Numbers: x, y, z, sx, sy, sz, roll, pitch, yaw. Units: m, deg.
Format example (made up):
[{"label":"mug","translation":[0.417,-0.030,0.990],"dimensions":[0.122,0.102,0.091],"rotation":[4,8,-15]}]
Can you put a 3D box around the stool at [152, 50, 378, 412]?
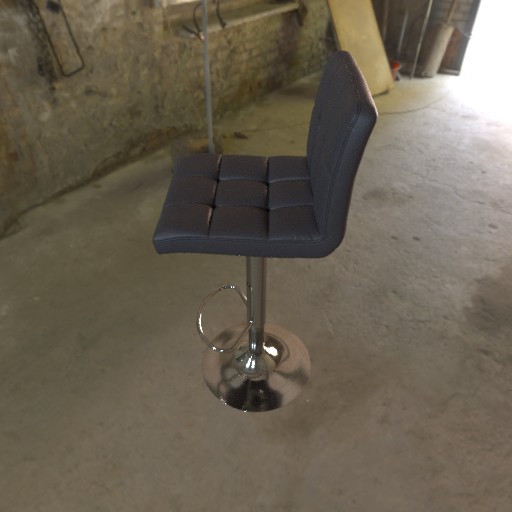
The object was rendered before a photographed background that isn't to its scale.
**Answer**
[{"label":"stool","translation":[0.000,0.000,1.376],"dimensions":[0.505,1.115,0.430],"rotation":[1,41,1]}]
